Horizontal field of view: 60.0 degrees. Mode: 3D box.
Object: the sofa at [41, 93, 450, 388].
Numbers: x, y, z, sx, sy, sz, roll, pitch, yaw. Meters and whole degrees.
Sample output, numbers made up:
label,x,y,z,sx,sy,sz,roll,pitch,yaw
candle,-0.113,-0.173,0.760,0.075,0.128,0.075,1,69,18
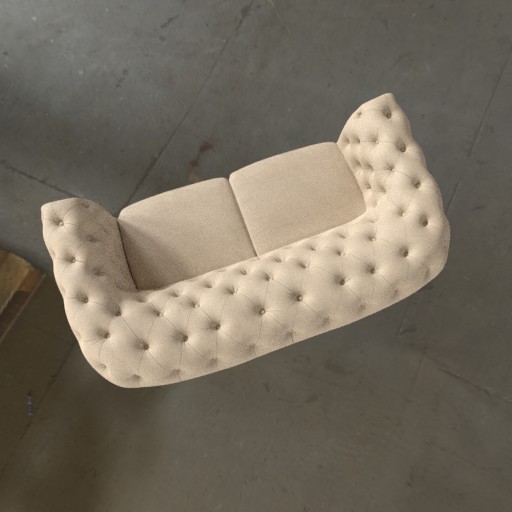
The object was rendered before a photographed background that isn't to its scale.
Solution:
label,x,y,z,sx,sy,sz,roll,pitch,yaw
sofa,0.000,0.000,2.501,1.988,0.835,1.069,-19,76,-5
